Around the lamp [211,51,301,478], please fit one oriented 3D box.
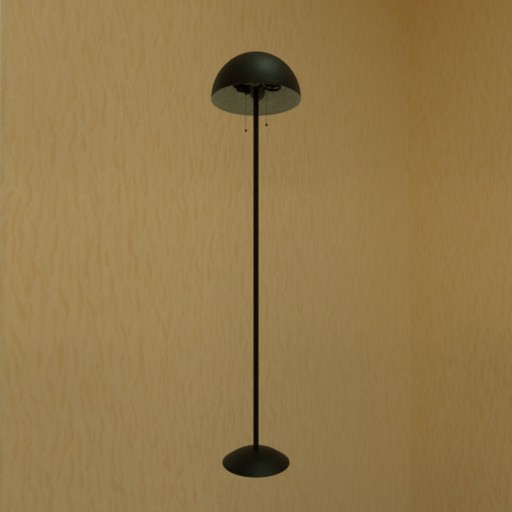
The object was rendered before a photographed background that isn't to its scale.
[{"bbox_3d":[0.000,0.000,1.608,0.328,1.480,0.328,0,-1,20],"label":"lamp"}]
